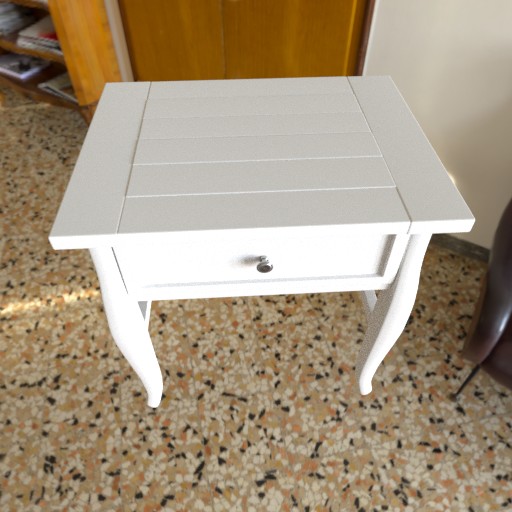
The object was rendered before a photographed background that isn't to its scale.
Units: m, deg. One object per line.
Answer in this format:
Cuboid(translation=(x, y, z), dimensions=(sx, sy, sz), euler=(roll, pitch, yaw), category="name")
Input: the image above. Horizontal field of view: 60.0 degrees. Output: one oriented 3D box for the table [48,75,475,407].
Cuboid(translation=(0.000, 0.000, 0.994), dimensions=(0.599, 0.605, 0.463), euler=(-3, 47, -2), category="table")
